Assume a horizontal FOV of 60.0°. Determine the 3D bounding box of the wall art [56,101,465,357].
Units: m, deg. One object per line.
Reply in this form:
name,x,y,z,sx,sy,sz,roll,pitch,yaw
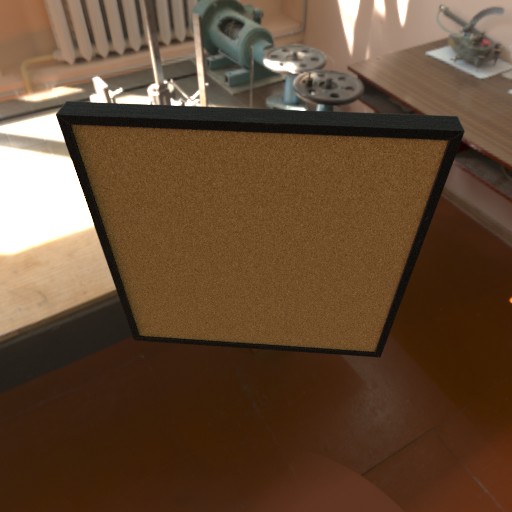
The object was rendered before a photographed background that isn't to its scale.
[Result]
wall art,0.000,0.000,0.739,0.506,0.506,0.036,3,46,3
